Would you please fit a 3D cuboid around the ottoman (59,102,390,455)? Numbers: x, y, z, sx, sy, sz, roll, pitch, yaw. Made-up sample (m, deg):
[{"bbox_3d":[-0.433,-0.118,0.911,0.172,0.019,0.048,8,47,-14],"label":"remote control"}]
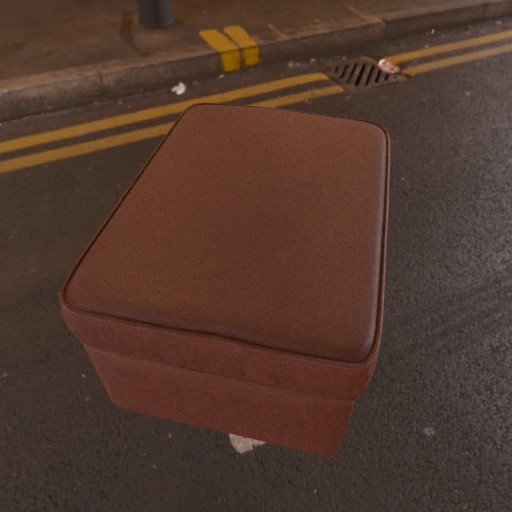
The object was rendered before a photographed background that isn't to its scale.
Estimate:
[{"bbox_3d":[0.000,0.000,1.063,0.548,0.449,0.749,9,47,9],"label":"ottoman"}]
